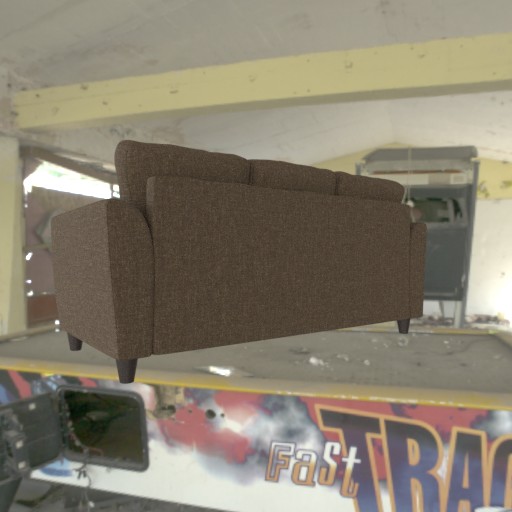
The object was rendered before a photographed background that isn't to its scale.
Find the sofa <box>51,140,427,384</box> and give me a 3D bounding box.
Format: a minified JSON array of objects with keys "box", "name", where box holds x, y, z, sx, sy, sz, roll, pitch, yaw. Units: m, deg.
[{"box":[0.000,0.000,2.329,1.847,0.891,0.837,0,0,-37],"name":"sofa"}]
